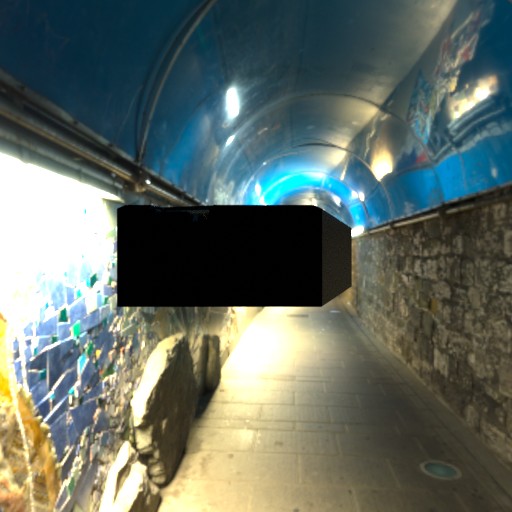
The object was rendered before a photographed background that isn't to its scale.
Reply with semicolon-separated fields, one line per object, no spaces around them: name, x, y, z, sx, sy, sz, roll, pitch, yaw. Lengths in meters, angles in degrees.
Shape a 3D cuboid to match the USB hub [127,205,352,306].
USB hub;0.000;0.000;0.126;0.044;0.023;0.110;0;0;17
